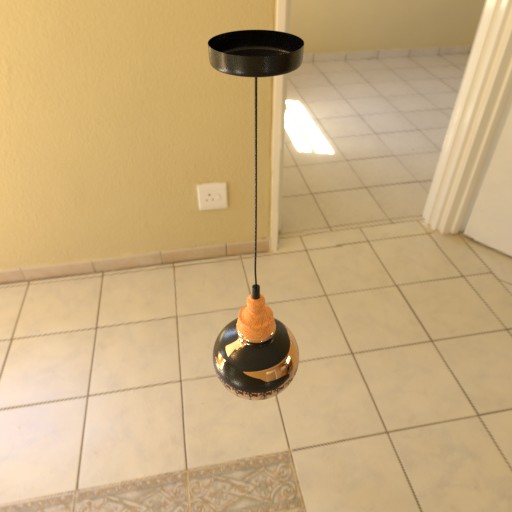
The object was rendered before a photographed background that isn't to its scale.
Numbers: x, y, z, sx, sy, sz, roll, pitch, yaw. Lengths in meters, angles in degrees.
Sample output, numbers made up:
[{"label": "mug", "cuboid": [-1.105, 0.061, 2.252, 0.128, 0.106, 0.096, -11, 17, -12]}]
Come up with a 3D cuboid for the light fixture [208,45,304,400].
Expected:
[{"label": "light fixture", "cuboid": [0.000, 0.000, 1.788, 0.430, 1.606, 0.430, -13, 42, -15]}]
